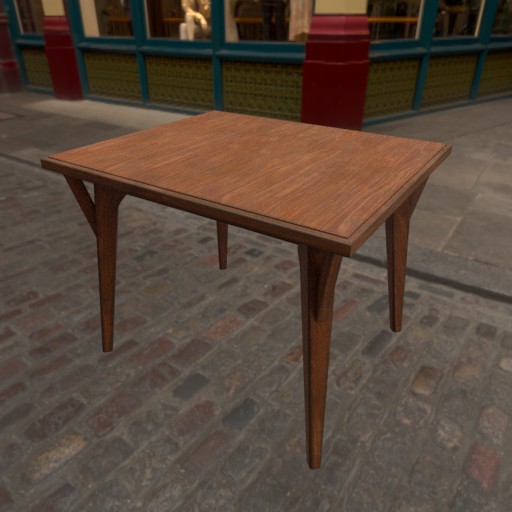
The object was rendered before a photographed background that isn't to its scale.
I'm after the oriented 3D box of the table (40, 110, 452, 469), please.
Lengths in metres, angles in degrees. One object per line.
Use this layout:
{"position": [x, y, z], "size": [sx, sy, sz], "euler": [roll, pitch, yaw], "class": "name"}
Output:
{"position": [0.000, 0.000, 1.571], "size": [0.991, 0.761, 0.838], "euler": [18, 34, 29], "class": "table"}
